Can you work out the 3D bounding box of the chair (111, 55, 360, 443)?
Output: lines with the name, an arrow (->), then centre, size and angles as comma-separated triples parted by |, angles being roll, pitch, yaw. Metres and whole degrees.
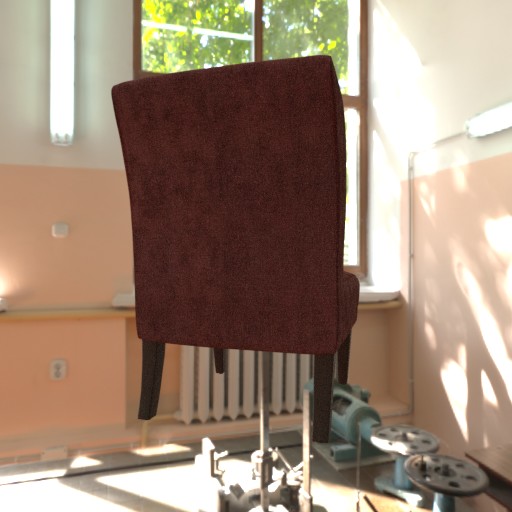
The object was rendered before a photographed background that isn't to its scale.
chair -> 0.000, 0.000, 1.273 | 0.538, 0.846, 0.640 | 0, 0, 18
